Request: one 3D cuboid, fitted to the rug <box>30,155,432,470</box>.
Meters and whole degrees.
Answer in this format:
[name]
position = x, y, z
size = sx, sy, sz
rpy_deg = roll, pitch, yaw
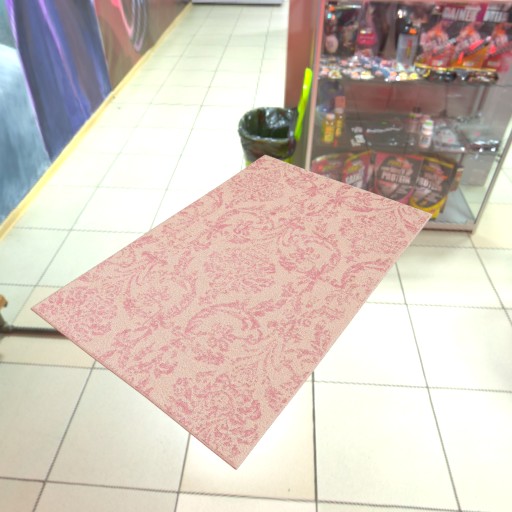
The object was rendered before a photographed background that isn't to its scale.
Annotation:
[rug]
position = 0.000, 0.000, 2.319
size = 1.219, 0.012, 1.839
rpy_deg = 26, 47, 27
